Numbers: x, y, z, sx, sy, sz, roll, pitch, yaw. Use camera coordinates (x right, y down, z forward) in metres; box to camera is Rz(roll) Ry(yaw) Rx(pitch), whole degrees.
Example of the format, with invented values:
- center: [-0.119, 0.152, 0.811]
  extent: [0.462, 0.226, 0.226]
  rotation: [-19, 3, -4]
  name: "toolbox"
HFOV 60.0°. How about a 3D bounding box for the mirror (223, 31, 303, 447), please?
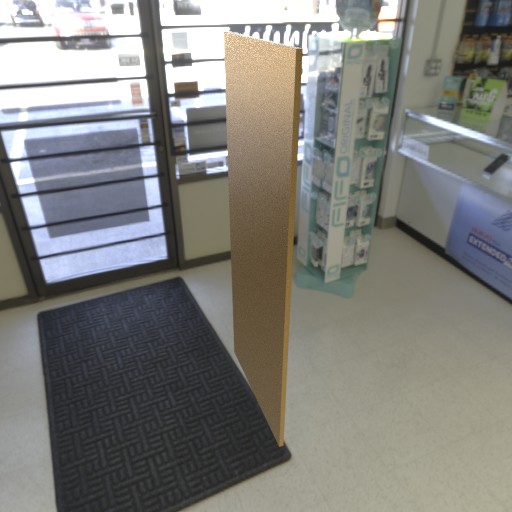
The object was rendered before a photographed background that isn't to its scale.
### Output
- center: [0.000, 0.000, 2.296]
  extent: [0.025, 2.031, 0.812]
  rotation: [-11, 32, -18]
  name: "mirror"
